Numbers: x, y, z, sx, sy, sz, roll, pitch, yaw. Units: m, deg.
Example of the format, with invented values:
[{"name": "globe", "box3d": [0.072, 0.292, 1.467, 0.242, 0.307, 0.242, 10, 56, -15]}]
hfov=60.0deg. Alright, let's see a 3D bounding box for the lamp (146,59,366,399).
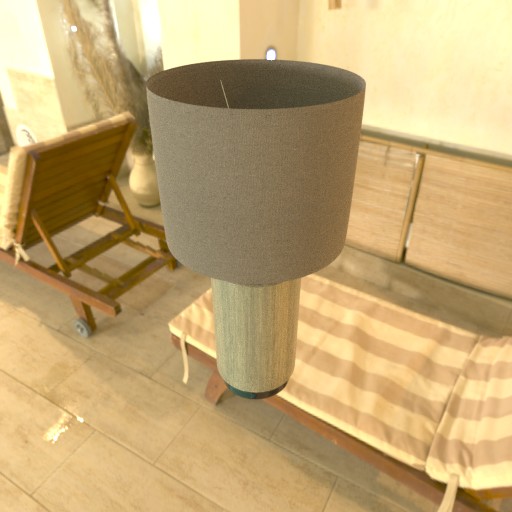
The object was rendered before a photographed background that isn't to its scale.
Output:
[{"name": "lamp", "box3d": [0.000, 0.000, 0.587, 0.228, 0.444, 0.228, 22, 40, 29]}]
